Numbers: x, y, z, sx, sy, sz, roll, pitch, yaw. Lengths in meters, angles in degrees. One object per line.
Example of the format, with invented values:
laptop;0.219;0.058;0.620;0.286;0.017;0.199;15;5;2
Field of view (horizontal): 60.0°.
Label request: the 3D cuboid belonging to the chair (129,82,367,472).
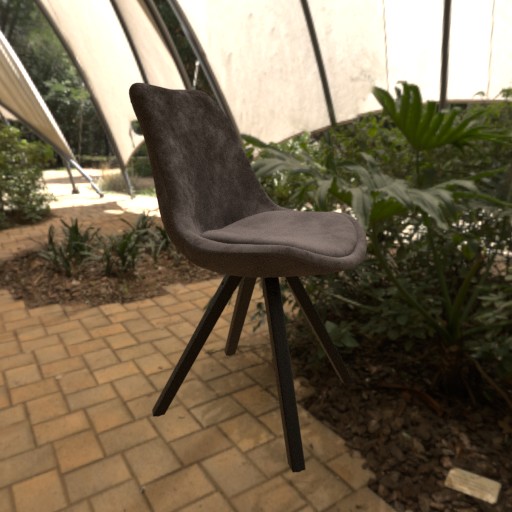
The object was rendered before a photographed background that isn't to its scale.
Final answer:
chair;0.000;0.000;1.158;0.550;0.850;0.485;8;18;27
